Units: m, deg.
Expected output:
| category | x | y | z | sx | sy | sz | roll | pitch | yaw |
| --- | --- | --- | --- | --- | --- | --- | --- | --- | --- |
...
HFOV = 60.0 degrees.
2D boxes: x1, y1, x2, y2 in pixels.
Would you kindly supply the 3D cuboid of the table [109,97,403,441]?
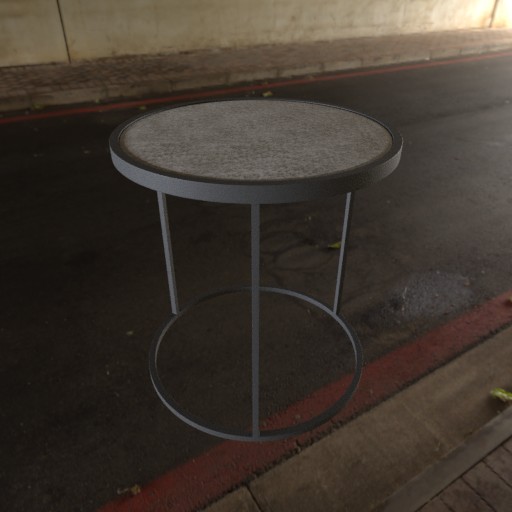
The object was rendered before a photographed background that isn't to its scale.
| category | x | y | z | sx | sy | sz | roll | pitch | yaw |
| --- | --- | --- | --- | --- | --- | --- | --- | --- | --- |
| table | 0.000 | 0.000 | 0.868 | 0.470 | 0.498 | 0.470 | 0 | 32 | 0 |
